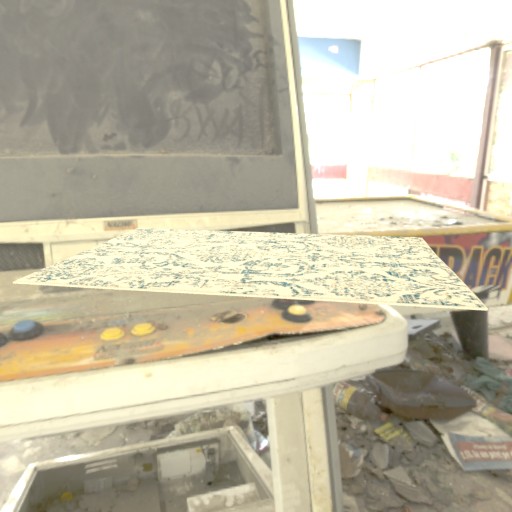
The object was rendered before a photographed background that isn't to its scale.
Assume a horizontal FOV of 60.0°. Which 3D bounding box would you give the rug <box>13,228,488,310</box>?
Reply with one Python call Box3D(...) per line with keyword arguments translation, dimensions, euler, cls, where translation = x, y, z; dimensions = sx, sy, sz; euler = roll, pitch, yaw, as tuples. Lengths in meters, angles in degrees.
Box3D(translation=(0.000, 0.000, 2.254), dimensions=(1.831, 0.012, 1.213), euler=(2, 14, 9), cls="rug")
